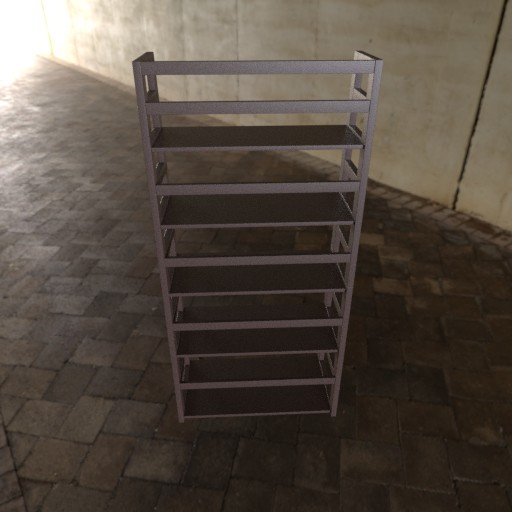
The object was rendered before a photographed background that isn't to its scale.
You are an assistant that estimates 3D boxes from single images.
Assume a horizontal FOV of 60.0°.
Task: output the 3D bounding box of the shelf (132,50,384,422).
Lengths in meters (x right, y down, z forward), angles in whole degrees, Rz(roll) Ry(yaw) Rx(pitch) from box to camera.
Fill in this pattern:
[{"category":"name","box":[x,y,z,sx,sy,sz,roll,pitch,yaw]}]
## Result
[{"category":"shelf","box":[0.000,0.000,1.913,0.763,1.600,0.403,-1,30,-2]}]
